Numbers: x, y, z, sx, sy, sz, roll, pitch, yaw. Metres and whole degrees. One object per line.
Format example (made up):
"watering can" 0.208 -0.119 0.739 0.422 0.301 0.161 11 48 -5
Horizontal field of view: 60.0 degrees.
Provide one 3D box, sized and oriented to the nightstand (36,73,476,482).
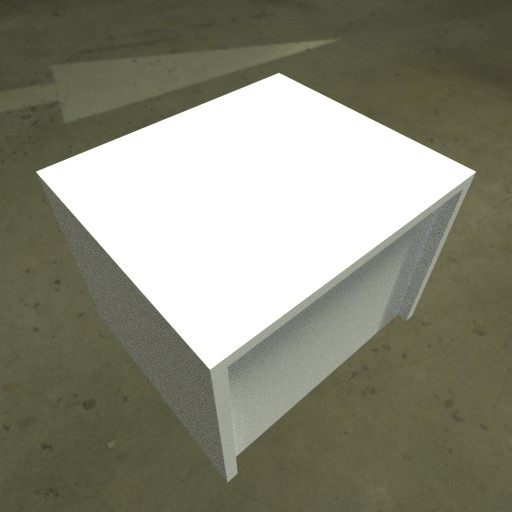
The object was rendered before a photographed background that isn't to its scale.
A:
"nightstand" 0.000 0.000 0.756 0.470 0.351 0.408 -32 55 -26
